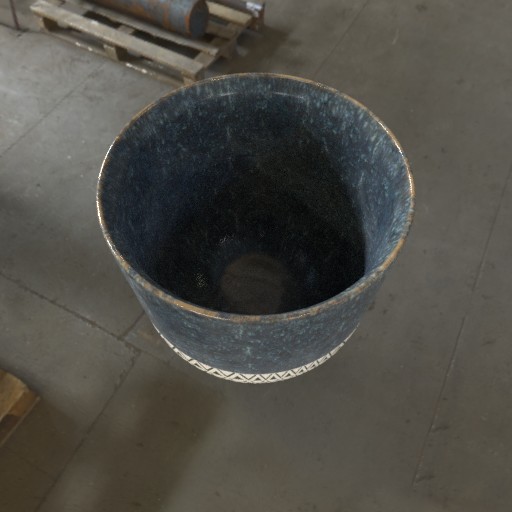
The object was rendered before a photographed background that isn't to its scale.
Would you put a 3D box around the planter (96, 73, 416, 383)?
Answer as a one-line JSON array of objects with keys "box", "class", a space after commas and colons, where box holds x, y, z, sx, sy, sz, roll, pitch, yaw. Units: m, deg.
[{"box": [0.000, 0.000, 0.488, 0.266, 0.270, 0.266, 0, 59, 0], "class": "planter"}]
